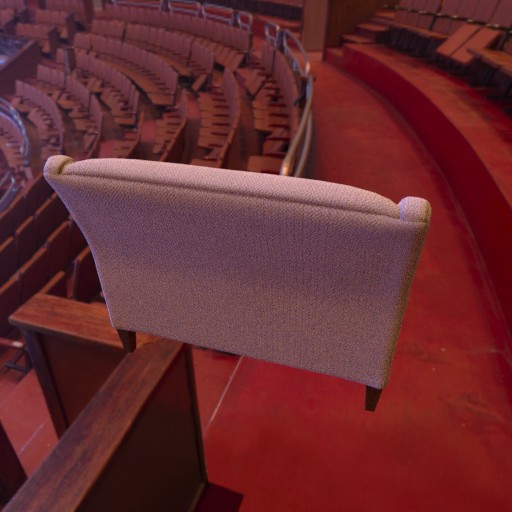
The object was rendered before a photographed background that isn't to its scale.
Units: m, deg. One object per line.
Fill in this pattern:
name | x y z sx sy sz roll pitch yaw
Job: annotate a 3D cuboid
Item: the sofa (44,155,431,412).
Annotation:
sofa | 0.000 0.000 1.900 1.242 1.022 0.870 9 33 15
